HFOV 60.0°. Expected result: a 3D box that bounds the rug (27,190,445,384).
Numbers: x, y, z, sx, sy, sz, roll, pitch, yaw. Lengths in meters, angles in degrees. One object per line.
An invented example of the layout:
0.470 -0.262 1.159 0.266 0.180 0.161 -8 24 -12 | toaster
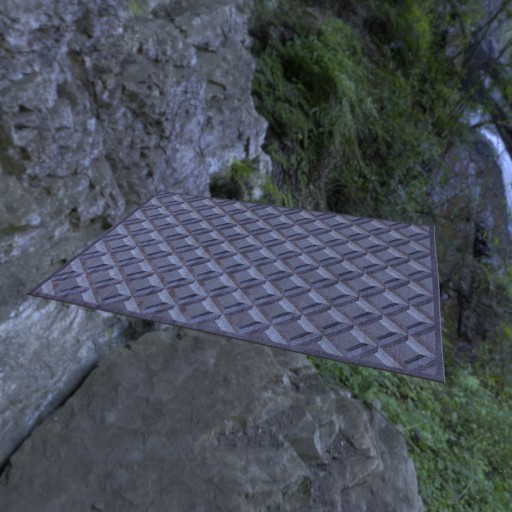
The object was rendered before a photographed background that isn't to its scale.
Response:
0.000 0.000 2.901 2.260 0.013 1.600 9 32 15 | rug
